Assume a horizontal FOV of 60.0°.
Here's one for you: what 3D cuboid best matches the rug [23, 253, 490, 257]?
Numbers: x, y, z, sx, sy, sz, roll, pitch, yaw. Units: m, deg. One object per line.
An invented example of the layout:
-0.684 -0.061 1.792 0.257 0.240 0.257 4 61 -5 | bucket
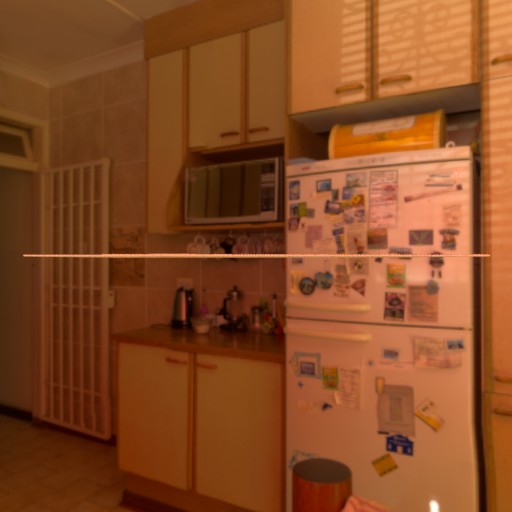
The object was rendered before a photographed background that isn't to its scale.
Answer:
0.000 0.000 3.066 2.436 0.015 1.521 0 0 -1 | rug
